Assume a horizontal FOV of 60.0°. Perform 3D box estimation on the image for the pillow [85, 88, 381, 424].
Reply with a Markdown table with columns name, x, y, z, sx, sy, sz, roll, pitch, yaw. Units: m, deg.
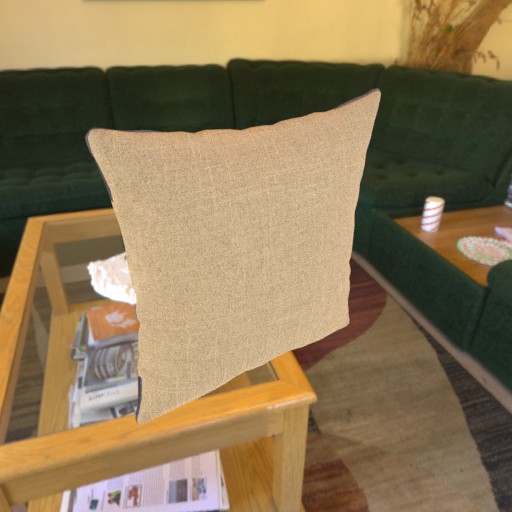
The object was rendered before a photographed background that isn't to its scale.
| name | x | y | z | sx | sy | sz | roll | pitch | yaw |
| --- | --- | --- | --- | --- | --- | --- | --- | --- | --- |
| pillow | 0.000 | 0.000 | 0.668 | 0.440 | 0.441 | 0.147 | -19 | 35 | -30 |
